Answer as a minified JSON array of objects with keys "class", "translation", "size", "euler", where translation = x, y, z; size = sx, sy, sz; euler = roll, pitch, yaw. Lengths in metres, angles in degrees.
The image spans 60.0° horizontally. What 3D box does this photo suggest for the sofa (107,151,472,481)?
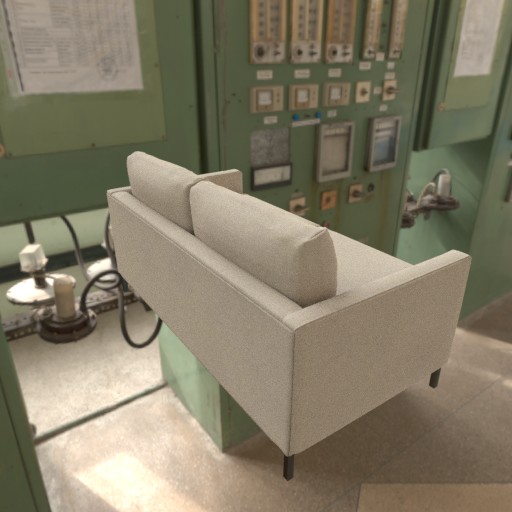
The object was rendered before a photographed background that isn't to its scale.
[{"class":"sofa","translation":[0.000,0.000,2.129],"size":[0.875,0.840,1.682],"euler":[-16,29,-31]}]
